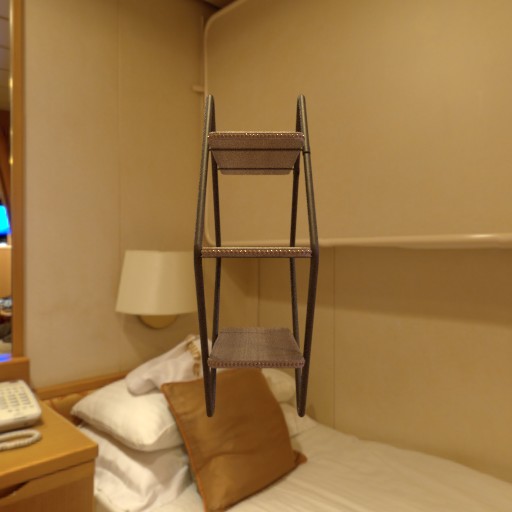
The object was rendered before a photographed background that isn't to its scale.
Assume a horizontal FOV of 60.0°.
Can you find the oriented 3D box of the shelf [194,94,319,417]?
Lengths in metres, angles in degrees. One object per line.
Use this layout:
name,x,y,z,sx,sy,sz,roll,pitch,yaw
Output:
shelf,0.000,0.000,1.079,0.234,0.774,0.609,0,0,0
